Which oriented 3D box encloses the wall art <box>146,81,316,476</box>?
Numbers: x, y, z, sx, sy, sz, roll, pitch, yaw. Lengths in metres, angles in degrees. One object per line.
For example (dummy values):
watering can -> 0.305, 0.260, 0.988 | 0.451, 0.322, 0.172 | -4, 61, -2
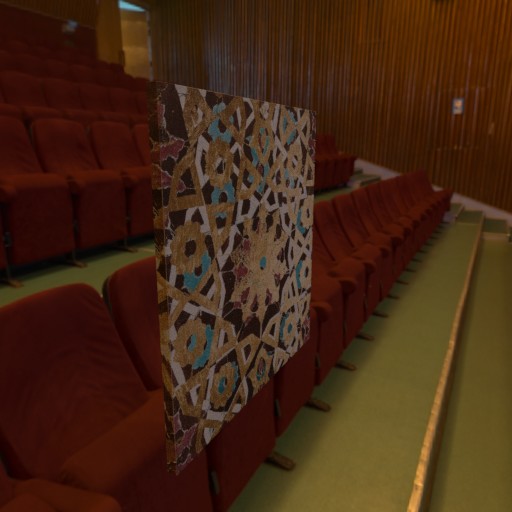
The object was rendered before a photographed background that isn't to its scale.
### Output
wall art -> 0.000, 0.000, 1.150 | 0.028, 0.762, 0.757 | 7, 16, 27
